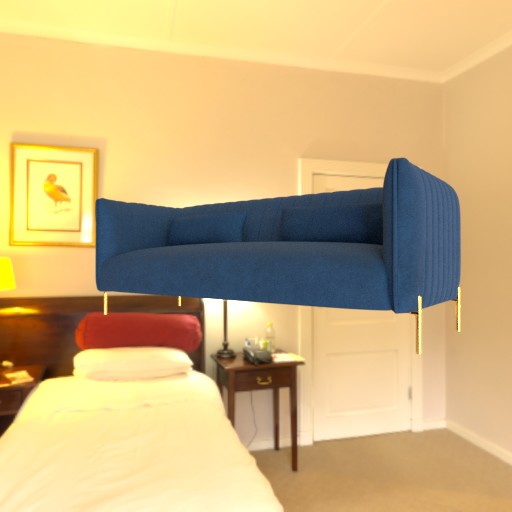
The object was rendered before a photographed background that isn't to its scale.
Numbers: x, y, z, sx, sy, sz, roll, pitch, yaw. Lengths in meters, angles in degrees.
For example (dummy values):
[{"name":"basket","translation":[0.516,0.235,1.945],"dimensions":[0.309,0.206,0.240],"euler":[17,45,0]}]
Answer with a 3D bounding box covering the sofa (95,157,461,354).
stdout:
[{"name":"sofa","translation":[0.000,0.000,2.653],"dimensions":[2.136,0.793,0.896],"euler":[0,0,37]}]
